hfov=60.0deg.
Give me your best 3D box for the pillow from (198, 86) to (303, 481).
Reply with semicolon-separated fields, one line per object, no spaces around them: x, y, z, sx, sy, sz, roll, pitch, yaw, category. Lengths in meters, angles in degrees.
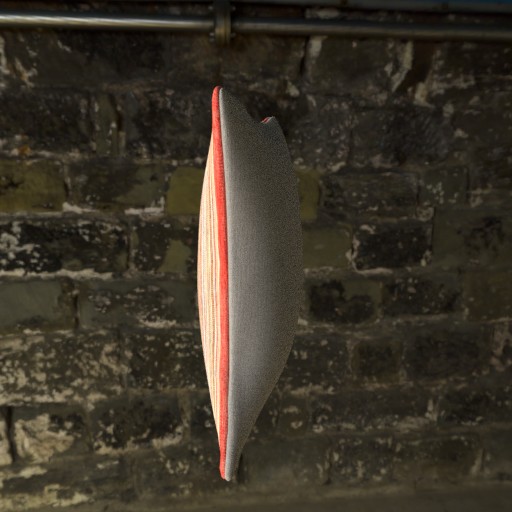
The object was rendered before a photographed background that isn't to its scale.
0.000;0.000;0.650;0.136;0.419;0.437;2;14;9;pillow
